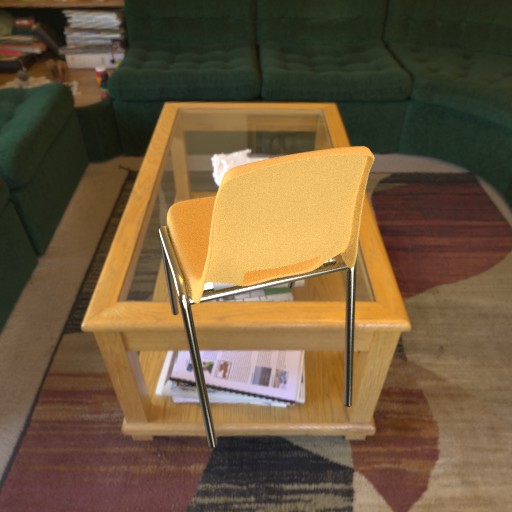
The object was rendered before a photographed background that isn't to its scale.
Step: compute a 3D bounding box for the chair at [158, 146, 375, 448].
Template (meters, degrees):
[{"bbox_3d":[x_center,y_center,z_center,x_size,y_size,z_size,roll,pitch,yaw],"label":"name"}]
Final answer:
[{"bbox_3d":[0.000,0.000,0.955,0.381,0.704,0.436,-12,43,-13],"label":"chair"}]
